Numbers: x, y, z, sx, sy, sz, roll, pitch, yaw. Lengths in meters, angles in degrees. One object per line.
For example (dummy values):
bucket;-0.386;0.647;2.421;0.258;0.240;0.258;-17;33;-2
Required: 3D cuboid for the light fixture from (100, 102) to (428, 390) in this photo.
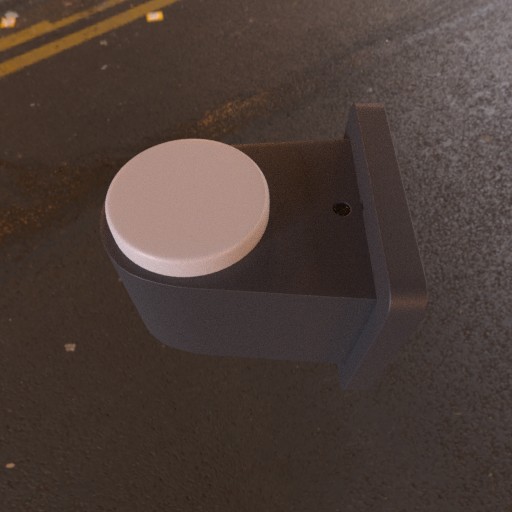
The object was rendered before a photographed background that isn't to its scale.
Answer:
light fixture;0.000;0.000;0.220;0.132;0.109;0.109;0;58;0
